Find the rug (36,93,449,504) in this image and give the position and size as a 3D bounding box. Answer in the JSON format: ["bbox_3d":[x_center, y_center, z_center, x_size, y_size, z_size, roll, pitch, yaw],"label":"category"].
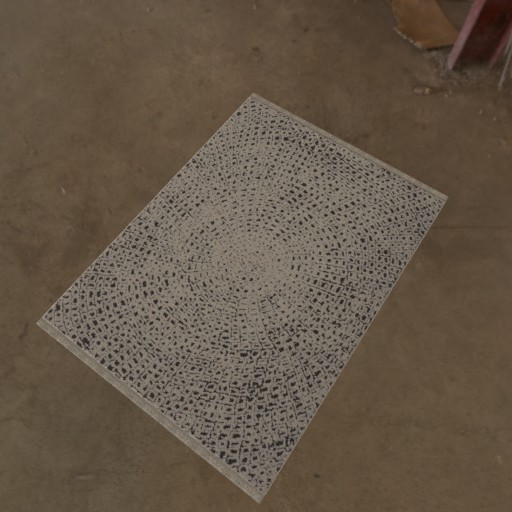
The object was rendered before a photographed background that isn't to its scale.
[{"bbox_3d":[0.000,0.000,2.065,1.190,0.003,1.634,33,69,14],"label":"rug"}]
